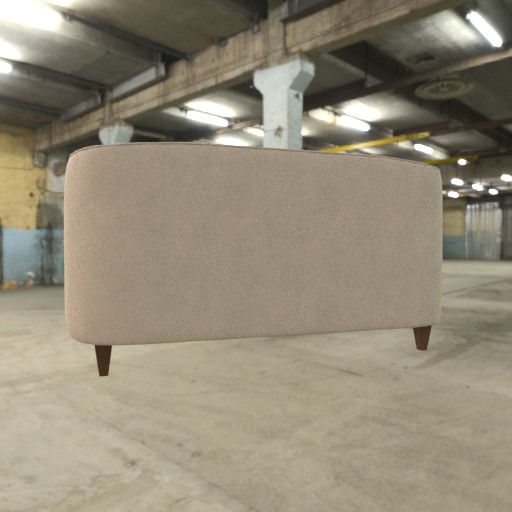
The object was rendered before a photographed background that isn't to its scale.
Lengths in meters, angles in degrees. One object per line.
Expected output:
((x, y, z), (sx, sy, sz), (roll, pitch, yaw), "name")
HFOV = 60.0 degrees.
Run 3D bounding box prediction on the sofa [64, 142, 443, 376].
((0.000, 0.000, 2.207), (1.731, 0.878, 0.940), (0, 1, -17), "sofa")
